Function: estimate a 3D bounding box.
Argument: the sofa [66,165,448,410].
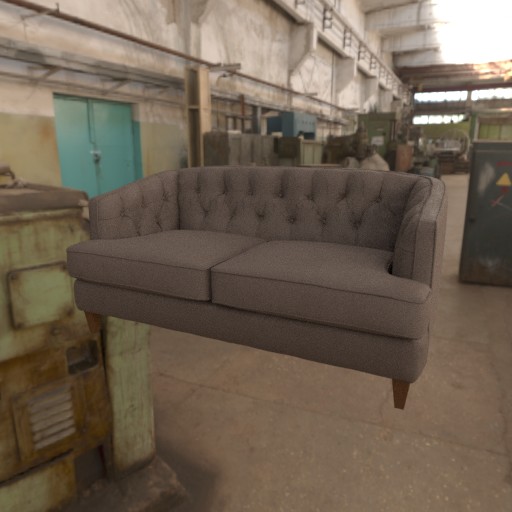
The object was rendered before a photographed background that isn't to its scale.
[{"bbox_3d":[0.000,0.000,2.242,1.733,0.855,0.941,7,16,26],"label":"sofa"}]
